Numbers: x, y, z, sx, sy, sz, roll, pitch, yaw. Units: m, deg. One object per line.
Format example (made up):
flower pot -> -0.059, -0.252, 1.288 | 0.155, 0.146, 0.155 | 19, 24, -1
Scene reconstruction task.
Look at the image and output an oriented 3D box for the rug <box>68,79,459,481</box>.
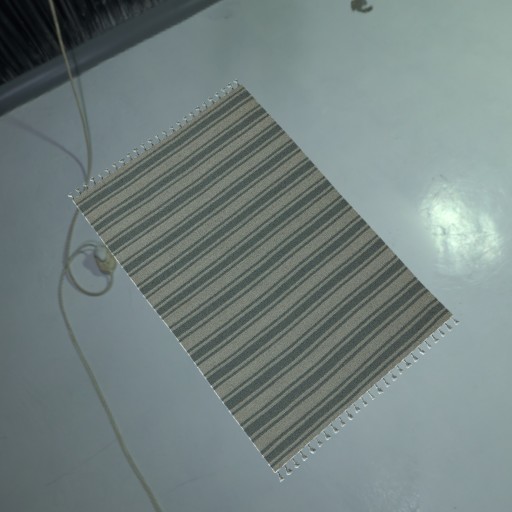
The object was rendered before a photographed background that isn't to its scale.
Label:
rug -> 0.000, 0.000, 3.052 | 1.539, 0.011, 2.410 | -38, 78, -9
